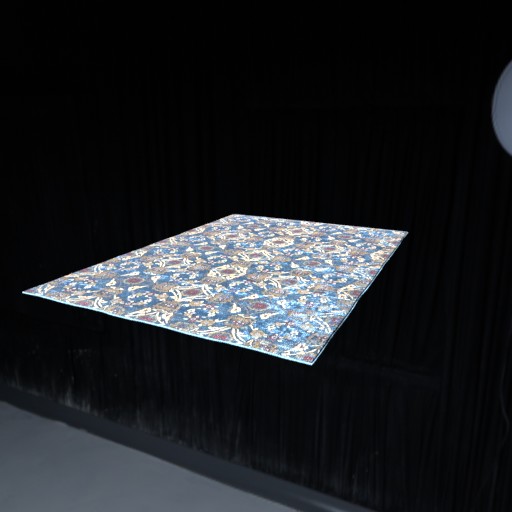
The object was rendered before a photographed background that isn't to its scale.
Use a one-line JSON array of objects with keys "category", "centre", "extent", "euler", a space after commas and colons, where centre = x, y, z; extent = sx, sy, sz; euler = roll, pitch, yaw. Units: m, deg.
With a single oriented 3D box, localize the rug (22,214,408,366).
[{"category": "rug", "centre": [0.000, 0.000, 2.870], "extent": [1.567, 0.014, 2.207], "euler": [8, 19, 25]}]
